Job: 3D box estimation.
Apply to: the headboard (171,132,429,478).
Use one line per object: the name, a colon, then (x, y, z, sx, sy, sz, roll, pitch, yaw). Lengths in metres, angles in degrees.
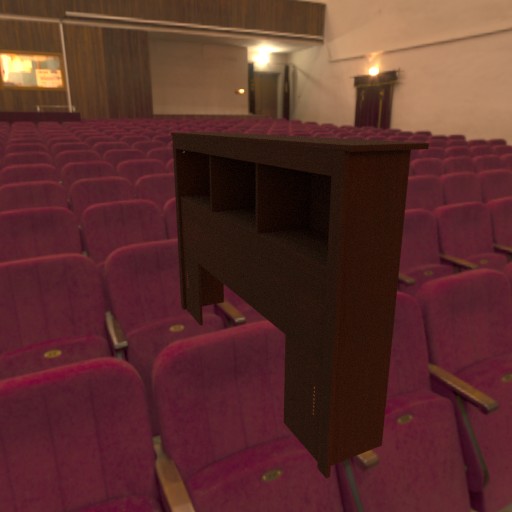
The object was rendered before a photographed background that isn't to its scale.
headboard: (0.000, 0.000, 2.087, 0.279, 1.092, 1.671, -8, 19, -25)
